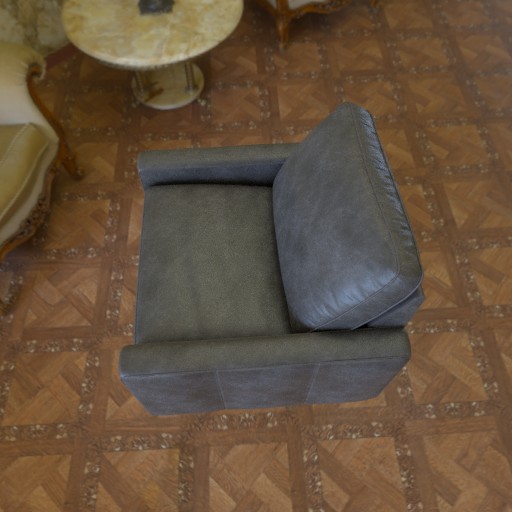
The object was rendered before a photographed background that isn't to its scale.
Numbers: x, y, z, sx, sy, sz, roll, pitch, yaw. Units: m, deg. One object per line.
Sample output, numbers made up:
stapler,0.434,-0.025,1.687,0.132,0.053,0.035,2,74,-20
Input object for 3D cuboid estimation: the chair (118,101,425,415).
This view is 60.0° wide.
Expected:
chair,0.000,0.000,1.739,0.939,0.916,1.006,-4,58,-2
